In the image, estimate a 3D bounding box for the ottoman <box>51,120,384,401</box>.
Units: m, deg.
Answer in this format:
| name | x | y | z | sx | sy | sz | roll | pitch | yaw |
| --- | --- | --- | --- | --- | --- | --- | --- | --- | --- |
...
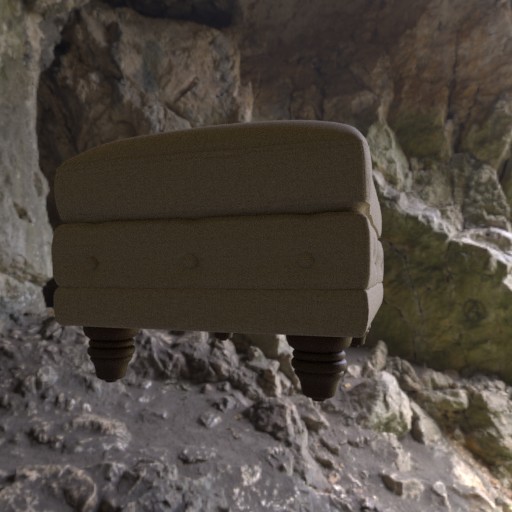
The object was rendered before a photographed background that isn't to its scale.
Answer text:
| name | x | y | z | sx | sy | sz | roll | pitch | yaw |
| --- | --- | --- | --- | --- | --- | --- | --- | --- | --- |
| ottoman | 0.000 | 0.000 | 0.990 | 0.541 | 0.463 | 0.684 | -1 | -3 | 18 |
